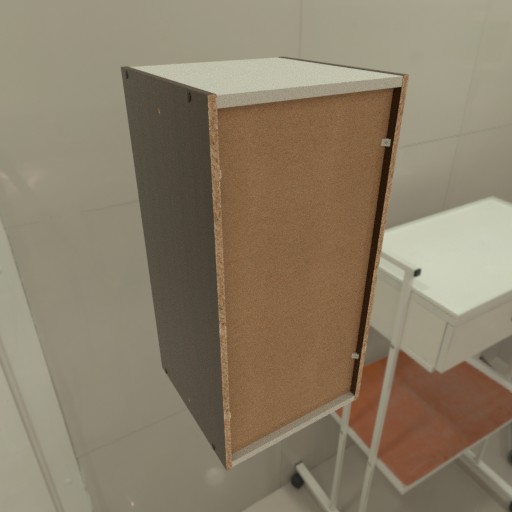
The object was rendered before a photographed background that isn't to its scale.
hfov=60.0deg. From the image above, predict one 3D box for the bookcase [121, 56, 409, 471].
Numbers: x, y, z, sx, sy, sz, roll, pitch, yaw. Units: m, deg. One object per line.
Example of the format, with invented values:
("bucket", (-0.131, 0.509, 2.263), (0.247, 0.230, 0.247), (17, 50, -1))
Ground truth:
("bookcase", (0.000, 0.000, 0.772), (0.300, 0.600, 0.290), (-17, 33, -28))
